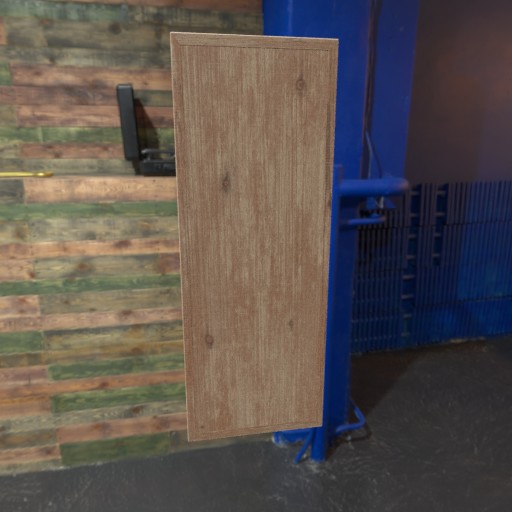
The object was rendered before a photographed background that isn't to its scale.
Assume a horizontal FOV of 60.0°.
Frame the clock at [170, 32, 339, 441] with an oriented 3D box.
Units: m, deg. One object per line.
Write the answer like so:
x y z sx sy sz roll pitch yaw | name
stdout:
0.000 0.000 1.067 0.361 0.965 0.030 -3 15 -10 | clock
